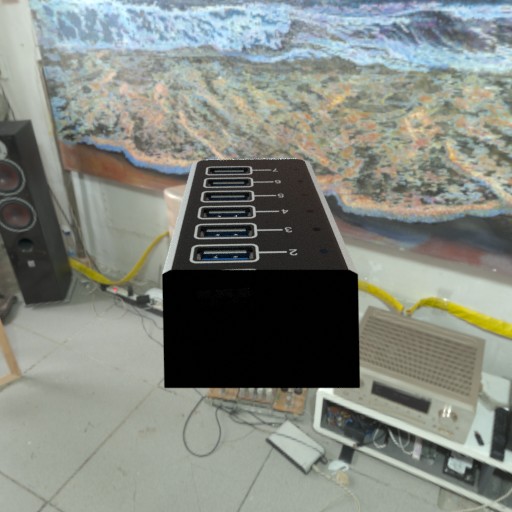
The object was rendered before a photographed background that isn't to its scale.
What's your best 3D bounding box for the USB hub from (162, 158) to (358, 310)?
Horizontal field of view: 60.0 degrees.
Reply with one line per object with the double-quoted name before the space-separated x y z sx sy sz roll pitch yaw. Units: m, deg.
"USB hub" 0.000 0.000 0.128 0.044 0.023 0.110 -1 30 -2
